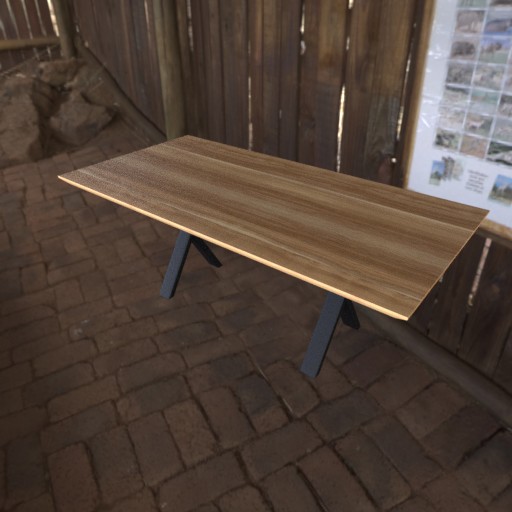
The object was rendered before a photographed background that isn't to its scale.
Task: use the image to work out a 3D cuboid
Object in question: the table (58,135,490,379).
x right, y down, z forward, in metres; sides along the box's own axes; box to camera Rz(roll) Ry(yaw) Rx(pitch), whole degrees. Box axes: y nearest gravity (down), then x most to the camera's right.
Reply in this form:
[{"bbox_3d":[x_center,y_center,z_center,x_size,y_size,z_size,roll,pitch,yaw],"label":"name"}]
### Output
[{"bbox_3d":[0.000,0.000,2.463,2.000,0.770,1.000,22,38,32],"label":"table"}]
